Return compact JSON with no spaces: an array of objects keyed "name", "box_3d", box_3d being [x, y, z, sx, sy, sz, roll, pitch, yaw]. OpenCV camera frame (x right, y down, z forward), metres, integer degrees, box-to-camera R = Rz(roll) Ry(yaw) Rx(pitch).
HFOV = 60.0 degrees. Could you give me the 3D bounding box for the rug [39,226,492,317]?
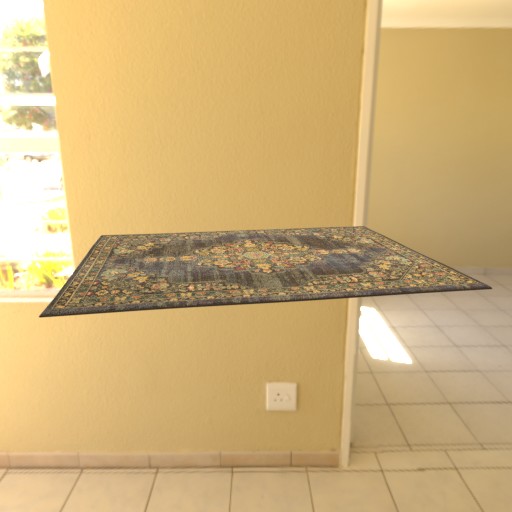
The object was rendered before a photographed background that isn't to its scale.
[{"name":"rug","box_3d":[0.000,0.000,4.741,3.612,0.035,2.716,-3,15,-10]}]
